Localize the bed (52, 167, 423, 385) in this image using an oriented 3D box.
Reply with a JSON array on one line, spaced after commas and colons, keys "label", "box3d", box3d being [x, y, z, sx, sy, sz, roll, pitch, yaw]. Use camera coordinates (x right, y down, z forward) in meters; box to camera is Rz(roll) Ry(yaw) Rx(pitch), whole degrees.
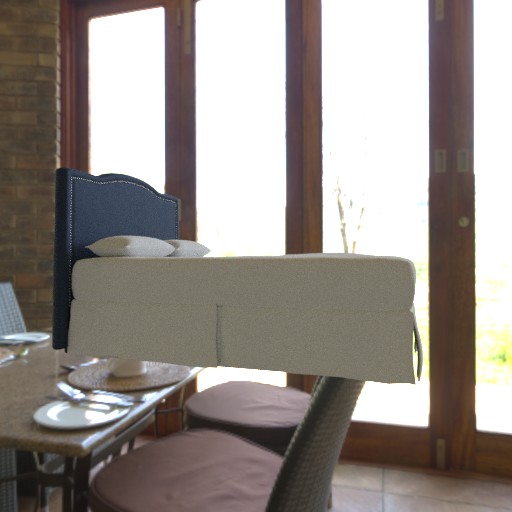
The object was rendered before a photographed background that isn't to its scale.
[{"label": "bed", "box3d": [0.000, 0.000, 3.584, 2.507, 1.441, 1.741, 0, -1, 19]}]
